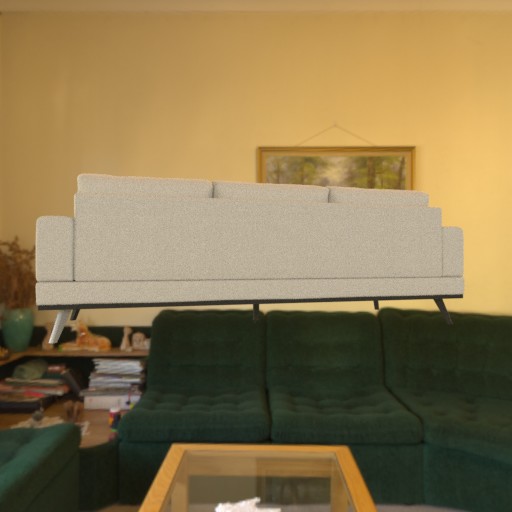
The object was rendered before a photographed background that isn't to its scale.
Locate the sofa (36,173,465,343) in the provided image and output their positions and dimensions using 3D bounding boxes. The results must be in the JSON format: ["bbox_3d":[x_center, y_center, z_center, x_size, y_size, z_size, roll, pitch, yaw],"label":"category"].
[{"bbox_3d":[0.000,0.000,2.724,2.310,0.810,0.920,0,-1,-16],"label":"sofa"}]
